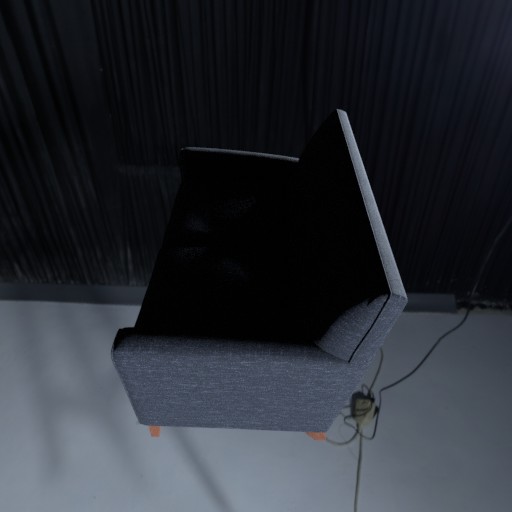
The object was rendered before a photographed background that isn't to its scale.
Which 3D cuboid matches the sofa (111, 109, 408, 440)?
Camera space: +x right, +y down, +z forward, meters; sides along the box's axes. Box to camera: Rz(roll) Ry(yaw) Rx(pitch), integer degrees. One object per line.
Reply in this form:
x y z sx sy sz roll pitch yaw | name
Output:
0.000 0.000 1.999 0.875 0.846 1.420 1 40 1 | sofa
